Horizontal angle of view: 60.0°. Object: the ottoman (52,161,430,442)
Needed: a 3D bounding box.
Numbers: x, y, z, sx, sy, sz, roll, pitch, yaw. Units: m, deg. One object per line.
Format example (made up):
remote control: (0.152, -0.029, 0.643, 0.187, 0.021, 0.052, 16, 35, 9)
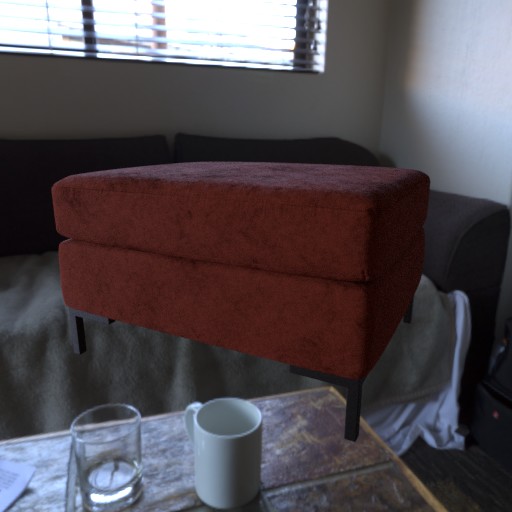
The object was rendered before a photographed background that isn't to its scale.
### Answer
ottoman: (0.000, 0.000, 1.172, 0.782, 0.462, 0.650, 8, 17, 27)
